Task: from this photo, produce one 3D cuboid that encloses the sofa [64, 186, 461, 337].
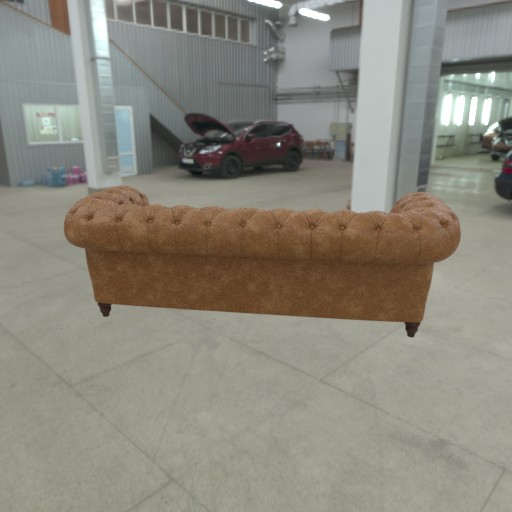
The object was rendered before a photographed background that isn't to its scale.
[{"bbox_3d":[0.000,0.000,2.794,2.365,0.760,0.989,3,17,8],"label":"sofa"}]
